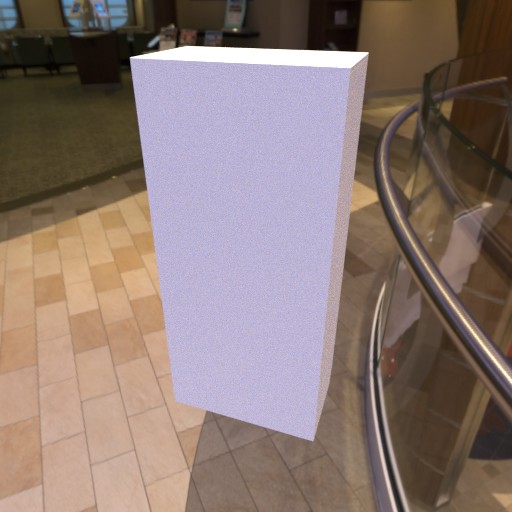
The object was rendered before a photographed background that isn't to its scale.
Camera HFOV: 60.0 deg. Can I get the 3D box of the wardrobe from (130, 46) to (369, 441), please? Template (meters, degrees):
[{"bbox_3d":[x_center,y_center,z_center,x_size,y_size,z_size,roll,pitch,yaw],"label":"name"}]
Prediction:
[{"bbox_3d":[0.000,0.000,2.043,0.760,1.700,0.470,10,32,17],"label":"wardrobe"}]
